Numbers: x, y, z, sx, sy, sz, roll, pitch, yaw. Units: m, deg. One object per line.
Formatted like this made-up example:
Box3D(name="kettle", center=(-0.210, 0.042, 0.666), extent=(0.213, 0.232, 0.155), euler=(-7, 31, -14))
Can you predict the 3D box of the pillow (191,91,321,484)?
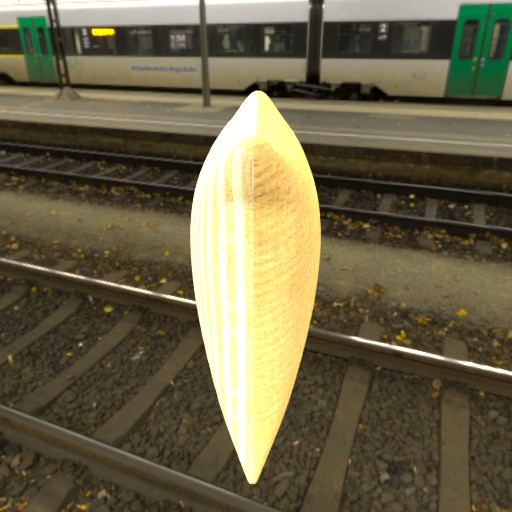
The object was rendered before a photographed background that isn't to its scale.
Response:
Box3D(name="pillow", center=(0.000, 0.000, 0.629), extent=(0.173, 0.407, 0.419), euler=(0, 26, 1))
